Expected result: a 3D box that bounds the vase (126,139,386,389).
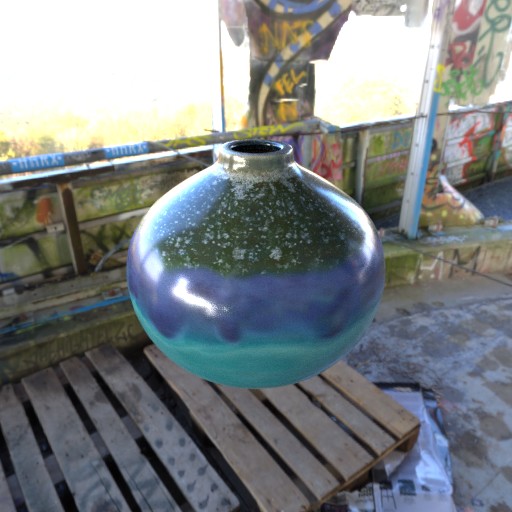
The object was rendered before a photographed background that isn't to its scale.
[{"bbox_3d":[0.000,0.000,0.270,0.154,0.133,0.154,0,27,0],"label":"vase"}]
